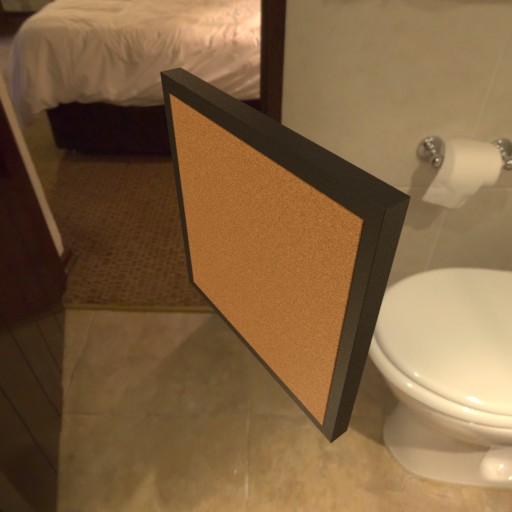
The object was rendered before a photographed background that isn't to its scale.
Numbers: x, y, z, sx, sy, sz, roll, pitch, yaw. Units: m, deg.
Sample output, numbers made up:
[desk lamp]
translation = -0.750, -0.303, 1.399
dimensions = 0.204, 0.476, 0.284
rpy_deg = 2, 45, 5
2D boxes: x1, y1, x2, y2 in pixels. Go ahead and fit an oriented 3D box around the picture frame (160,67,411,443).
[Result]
[picture frame]
translation = 0.000, 0.000, 0.548
dimensions = 0.029, 0.353, 0.355
rpy_deg = -26, 47, -26
